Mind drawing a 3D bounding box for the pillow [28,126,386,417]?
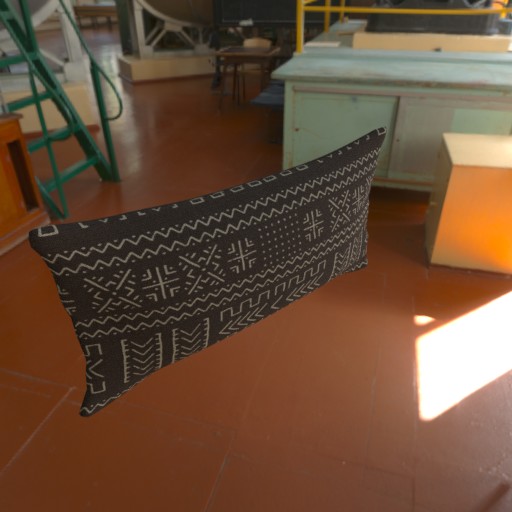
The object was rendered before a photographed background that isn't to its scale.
[{"bbox_3d":[0.000,0.000,0.755,0.667,0.322,0.135,-23,39,-32],"label":"pillow"}]
